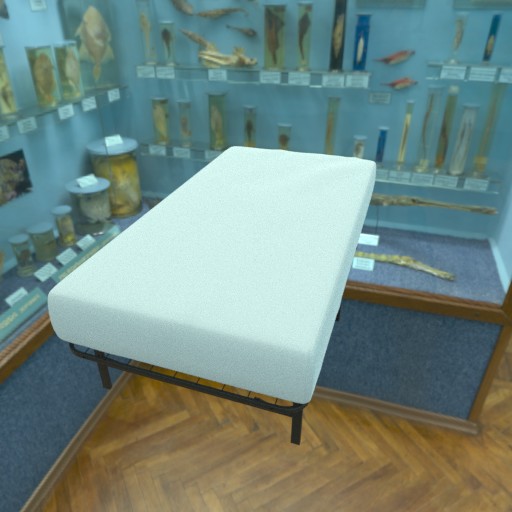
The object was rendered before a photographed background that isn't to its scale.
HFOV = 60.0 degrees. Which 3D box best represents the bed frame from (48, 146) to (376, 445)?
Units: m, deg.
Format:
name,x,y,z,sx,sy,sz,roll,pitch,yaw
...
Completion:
name,x,y,z,sx,sy,sz,roll,pitch,yaw
bed frame,0.000,0.000,2.378,1.025,0.640,1.908,10,33,16
